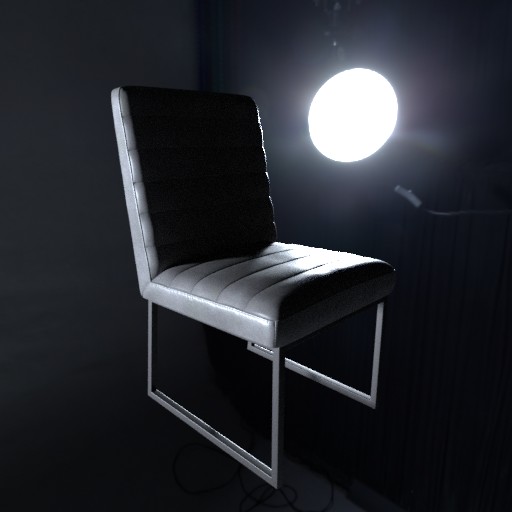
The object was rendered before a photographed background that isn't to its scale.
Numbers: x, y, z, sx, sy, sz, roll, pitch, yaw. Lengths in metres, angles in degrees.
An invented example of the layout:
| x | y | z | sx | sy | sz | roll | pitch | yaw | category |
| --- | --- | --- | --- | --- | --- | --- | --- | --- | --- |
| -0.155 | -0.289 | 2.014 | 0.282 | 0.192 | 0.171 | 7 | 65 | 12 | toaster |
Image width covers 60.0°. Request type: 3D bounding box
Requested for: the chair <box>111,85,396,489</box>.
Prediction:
| x | y | z | sx | sy | sz | roll | pitch | yaw | category |
| --- | --- | --- | --- | --- | --- | --- | --- | --- | --- |
| 0.000 | 0.000 | 1.276 | 0.634 | 0.930 | 0.520 | 15 | 21 | 43 | chair |
